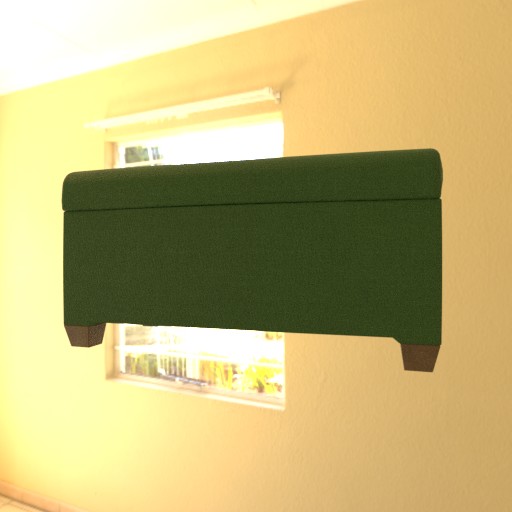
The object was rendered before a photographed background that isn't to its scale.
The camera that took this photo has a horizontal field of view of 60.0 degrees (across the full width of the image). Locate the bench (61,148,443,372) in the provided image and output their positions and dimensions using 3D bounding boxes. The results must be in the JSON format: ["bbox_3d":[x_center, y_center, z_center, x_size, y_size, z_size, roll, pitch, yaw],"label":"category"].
[{"bbox_3d":[0.000,0.000,1.299,0.989,0.501,0.505,0,0,17],"label":"bench"}]
